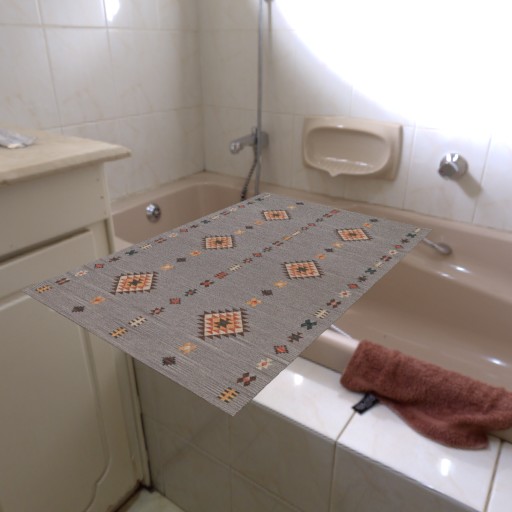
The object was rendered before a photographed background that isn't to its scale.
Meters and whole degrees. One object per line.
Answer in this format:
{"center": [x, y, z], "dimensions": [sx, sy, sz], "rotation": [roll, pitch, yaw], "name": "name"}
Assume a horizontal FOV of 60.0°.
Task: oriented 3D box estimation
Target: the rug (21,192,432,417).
{"center": [0.000, 0.000, 2.274], "dimensions": [1.217, 0.005, 1.818], "rotation": [18, 31, 33], "name": "rug"}
